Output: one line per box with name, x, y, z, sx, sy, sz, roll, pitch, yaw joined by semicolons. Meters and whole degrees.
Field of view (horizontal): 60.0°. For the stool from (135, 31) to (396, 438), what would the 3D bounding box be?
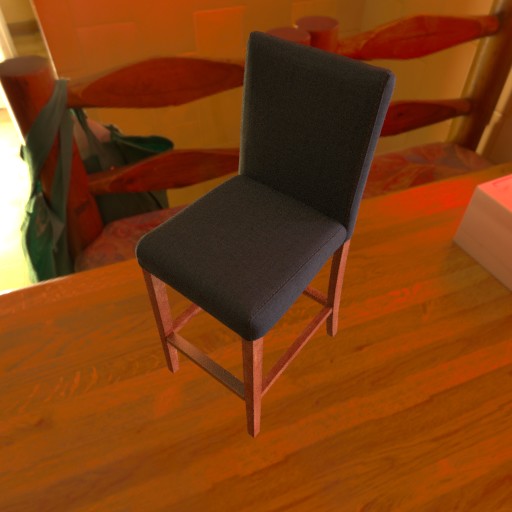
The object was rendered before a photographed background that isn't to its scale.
stool;0.000;0.000;1.367;0.454;1.088;0.574;30;53;26
